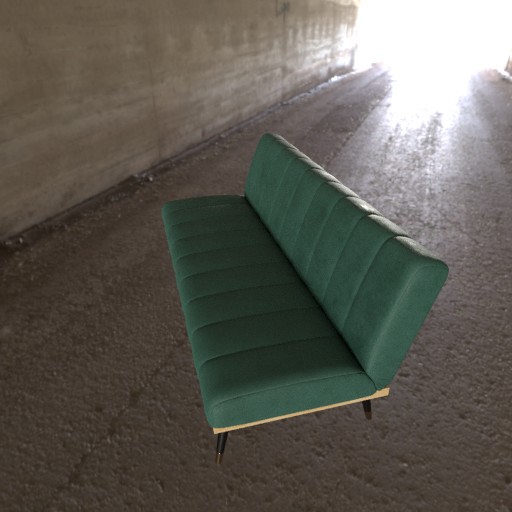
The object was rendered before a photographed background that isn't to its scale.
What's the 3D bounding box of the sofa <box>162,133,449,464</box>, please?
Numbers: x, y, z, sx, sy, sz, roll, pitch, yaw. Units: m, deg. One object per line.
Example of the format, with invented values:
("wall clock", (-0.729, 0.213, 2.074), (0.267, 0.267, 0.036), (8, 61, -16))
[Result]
("sofa", (0.000, 0.000, 2.283), (0.830, 0.820, 1.810), (-8, 30, -13))
